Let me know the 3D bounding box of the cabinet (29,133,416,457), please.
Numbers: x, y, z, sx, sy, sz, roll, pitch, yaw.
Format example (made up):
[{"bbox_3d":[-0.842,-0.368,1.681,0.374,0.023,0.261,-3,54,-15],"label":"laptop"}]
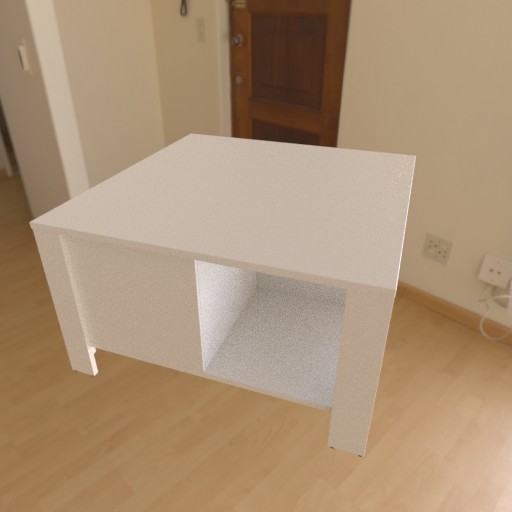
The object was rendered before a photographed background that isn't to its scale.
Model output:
[{"bbox_3d":[0.000,0.000,1.323,0.800,0.460,0.800,10,32,17],"label":"cabinet"}]
